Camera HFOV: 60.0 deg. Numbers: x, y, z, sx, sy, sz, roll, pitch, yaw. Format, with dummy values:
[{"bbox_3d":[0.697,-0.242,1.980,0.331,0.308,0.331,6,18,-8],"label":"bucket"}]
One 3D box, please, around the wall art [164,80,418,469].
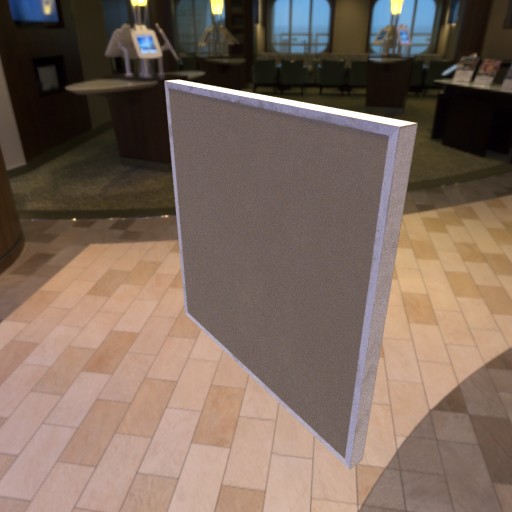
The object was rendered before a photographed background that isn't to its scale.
[{"bbox_3d":[0.000,0.000,0.739,0.029,0.506,0.508,-19,33,-32],"label":"wall art"}]
